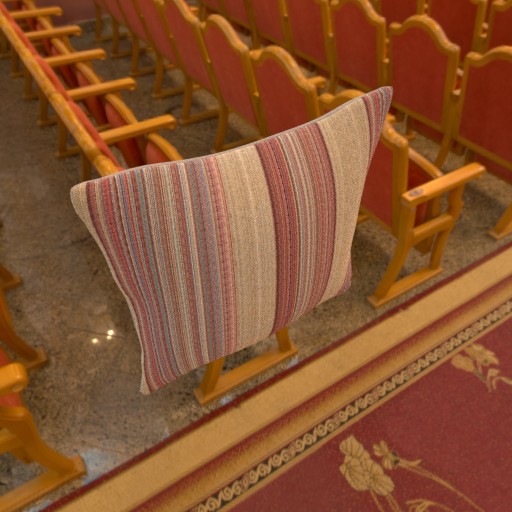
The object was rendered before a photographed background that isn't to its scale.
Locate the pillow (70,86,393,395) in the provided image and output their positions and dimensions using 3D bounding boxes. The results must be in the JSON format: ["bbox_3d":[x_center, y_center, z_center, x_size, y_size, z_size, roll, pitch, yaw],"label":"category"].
[{"bbox_3d":[0.000,0.000,0.656,0.437,0.419,0.136,-24,50,-22],"label":"pillow"}]
